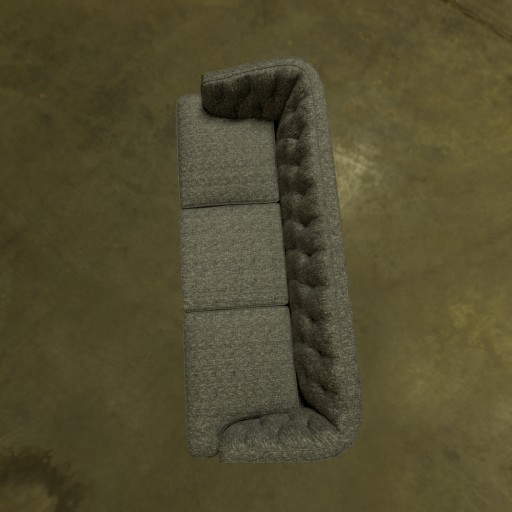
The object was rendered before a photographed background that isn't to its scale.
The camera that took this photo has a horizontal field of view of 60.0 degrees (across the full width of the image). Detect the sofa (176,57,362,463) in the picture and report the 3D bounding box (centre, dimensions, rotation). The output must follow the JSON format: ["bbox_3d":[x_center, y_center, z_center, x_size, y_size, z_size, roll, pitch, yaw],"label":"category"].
[{"bbox_3d":[0.000,0.000,2.751,0.941,0.855,2.278,-4,76,-1],"label":"sofa"}]
